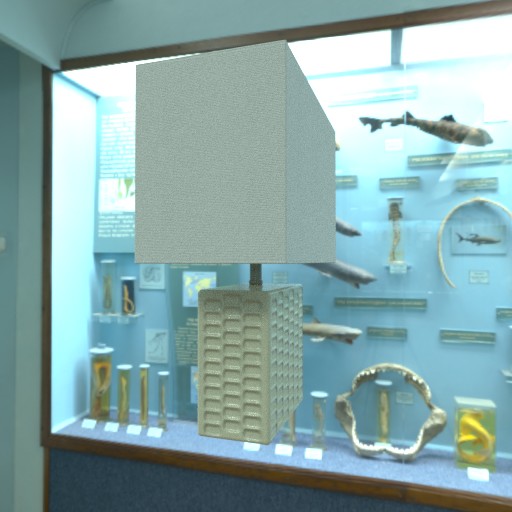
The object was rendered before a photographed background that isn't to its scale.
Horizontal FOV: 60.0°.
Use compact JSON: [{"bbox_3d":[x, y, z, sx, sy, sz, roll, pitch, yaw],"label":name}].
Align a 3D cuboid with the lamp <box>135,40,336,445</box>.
[{"bbox_3d":[0.000,0.000,0.713,0.200,0.515,0.380,0,-1,19],"label":"lamp"}]
